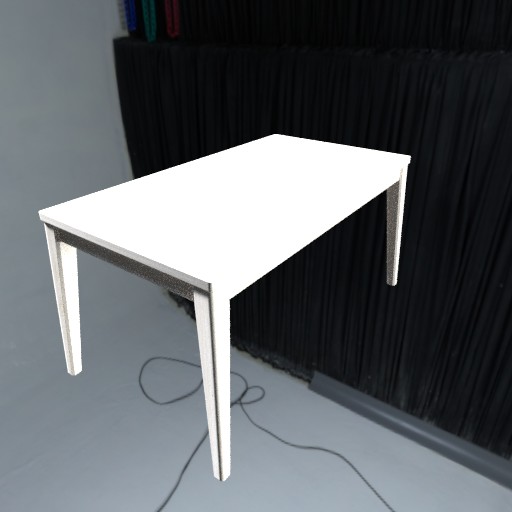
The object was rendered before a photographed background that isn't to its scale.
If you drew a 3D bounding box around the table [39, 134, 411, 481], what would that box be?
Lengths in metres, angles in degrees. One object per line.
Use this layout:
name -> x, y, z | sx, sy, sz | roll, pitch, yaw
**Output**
table -> 0.000, 0.000, 2.117 | 0.900, 0.760, 1.600 | 19, 33, 32
